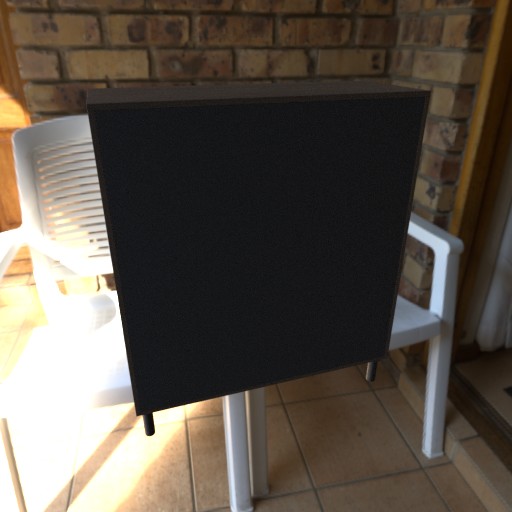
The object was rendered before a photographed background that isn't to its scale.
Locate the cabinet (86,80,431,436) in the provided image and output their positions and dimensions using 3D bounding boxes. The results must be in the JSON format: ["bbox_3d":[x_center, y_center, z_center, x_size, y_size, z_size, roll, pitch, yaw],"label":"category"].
[{"bbox_3d":[0.000,0.000,1.658,1.010,1.170,0.400,-8,27,-16],"label":"cabinet"}]
